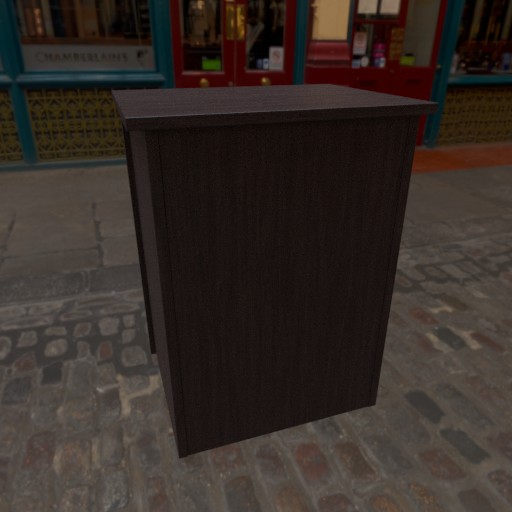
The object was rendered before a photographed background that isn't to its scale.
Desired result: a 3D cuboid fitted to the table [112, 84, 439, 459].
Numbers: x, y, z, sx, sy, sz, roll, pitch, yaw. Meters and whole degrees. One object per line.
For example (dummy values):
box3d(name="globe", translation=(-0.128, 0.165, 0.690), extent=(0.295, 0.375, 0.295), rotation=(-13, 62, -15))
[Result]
box3d(name="table", translation=(0.000, 0.000, 0.929), extent=(0.480, 0.635, 0.381), rotation=(-8, 27, -17))
